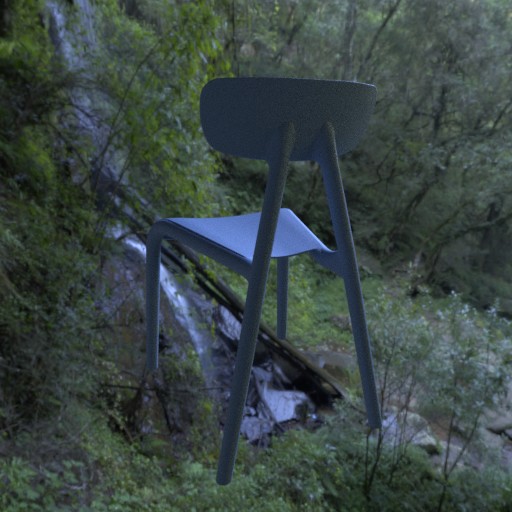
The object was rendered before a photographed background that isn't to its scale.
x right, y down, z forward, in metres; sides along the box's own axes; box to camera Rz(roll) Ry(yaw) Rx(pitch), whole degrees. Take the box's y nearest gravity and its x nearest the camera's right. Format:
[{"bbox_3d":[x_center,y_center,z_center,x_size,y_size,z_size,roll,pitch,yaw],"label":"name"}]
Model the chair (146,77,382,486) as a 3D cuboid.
[{"bbox_3d":[0.000,0.000,0.821,0.356,0.580,0.401,-8,18,-25],"label":"chair"}]
